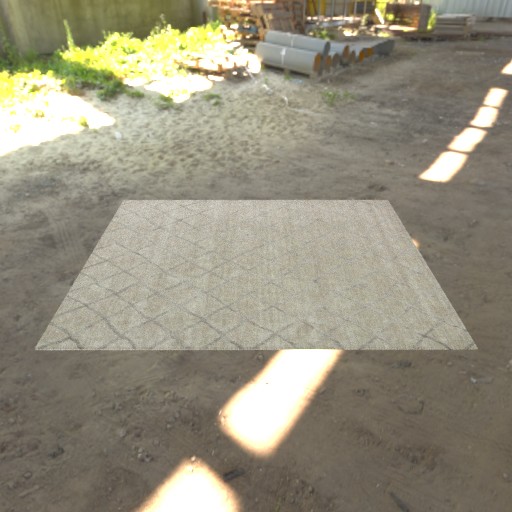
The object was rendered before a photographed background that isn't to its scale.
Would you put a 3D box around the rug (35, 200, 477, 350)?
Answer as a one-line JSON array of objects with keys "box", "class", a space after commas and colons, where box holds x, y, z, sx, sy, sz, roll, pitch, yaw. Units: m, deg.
[{"box": [0.000, 0.000, 4.067, 3.038, 0.019, 2.420, 0, 32, 0], "class": "rug"}]
